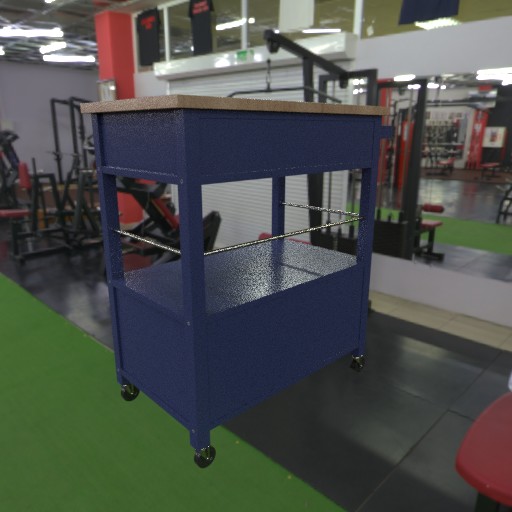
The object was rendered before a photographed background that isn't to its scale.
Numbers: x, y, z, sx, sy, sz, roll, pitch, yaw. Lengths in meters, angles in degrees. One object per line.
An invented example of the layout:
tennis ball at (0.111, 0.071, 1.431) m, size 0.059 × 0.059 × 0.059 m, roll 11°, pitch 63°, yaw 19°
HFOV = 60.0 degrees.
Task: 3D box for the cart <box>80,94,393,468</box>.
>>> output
cart at (0.000, 0.000, 1.403) m, size 0.840 × 0.901 × 0.459 m, roll -14°, pitch 21°, yaw -41°
